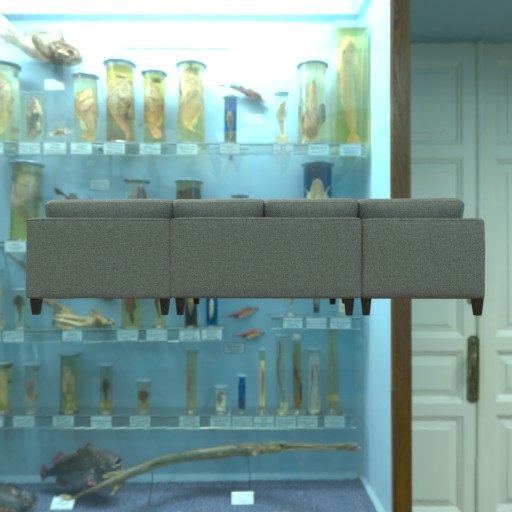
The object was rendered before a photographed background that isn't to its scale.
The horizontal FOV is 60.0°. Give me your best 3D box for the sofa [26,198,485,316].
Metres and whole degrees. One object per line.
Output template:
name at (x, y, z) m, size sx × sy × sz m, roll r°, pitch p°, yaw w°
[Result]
sofa at (0.000, 0.000, 4.479) m, size 3.403 × 0.889 × 2.551 m, roll 0°, pitch 0°, yaw 1°
